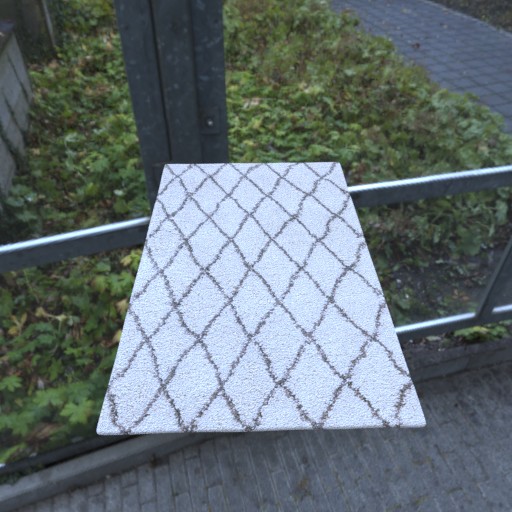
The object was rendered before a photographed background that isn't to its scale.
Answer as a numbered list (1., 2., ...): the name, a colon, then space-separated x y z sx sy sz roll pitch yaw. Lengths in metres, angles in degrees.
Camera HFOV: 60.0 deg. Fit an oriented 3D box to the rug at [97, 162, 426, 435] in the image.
1. rug: 0.000 0.000 2.953 1.524 0.030 2.438 -1 41 -1
